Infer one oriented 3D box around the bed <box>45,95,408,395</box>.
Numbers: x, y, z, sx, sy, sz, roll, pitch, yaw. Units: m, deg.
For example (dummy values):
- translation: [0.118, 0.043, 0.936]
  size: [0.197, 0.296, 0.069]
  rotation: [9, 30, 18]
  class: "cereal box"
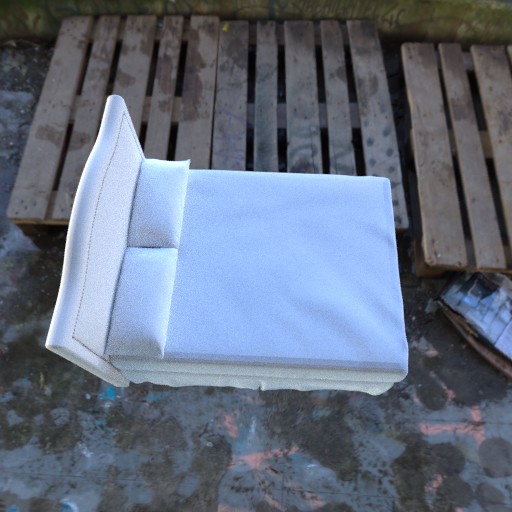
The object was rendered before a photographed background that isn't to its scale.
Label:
- translation: [0.000, 0.000, 3.212]
  size: [2.143, 1.460, 1.753]
  rotation: [3, 65, 1]
  class: "bed"
